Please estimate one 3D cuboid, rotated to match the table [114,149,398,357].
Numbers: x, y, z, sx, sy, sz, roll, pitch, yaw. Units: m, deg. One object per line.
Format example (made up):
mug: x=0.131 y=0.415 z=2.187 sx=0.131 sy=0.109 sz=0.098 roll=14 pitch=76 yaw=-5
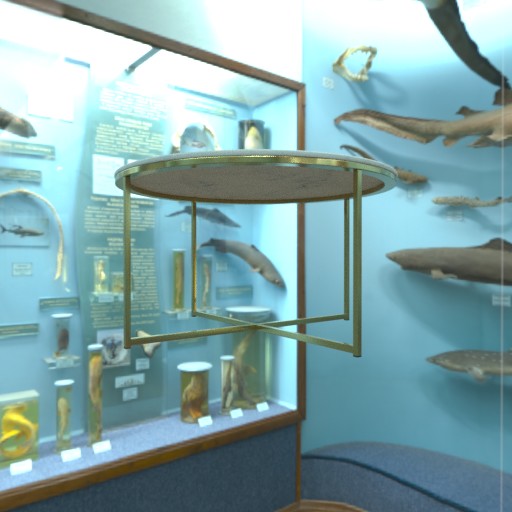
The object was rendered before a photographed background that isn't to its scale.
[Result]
table: x=0.000 y=0.000 z=1.314 sx=0.800 sy=0.450 sz=0.800 roll=0 pitch=0 yaw=0
